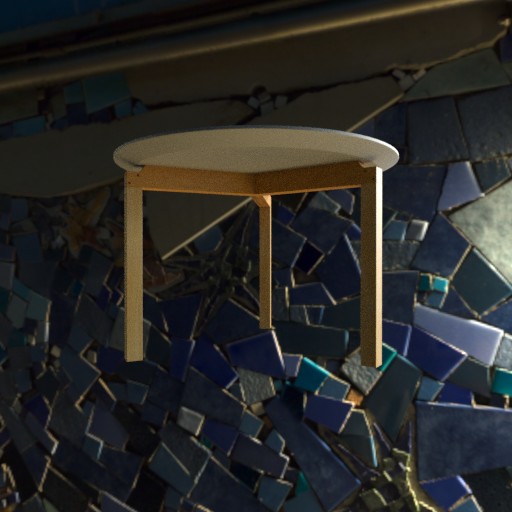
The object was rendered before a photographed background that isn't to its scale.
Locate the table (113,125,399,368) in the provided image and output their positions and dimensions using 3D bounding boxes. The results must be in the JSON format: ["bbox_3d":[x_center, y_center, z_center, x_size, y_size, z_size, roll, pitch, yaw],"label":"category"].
[{"bbox_3d":[0.000,0.000,0.979,0.600,0.405,0.600,0,0,0],"label":"table"}]
